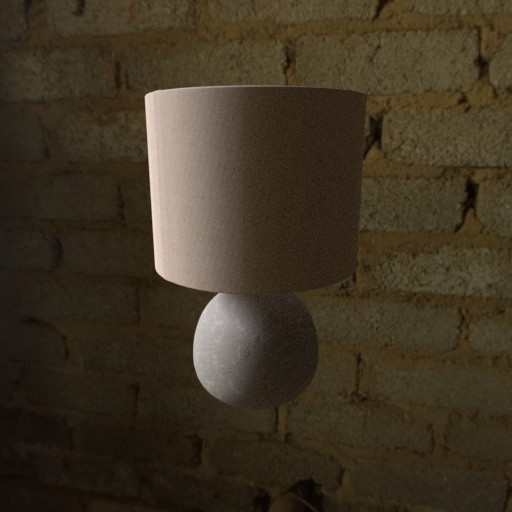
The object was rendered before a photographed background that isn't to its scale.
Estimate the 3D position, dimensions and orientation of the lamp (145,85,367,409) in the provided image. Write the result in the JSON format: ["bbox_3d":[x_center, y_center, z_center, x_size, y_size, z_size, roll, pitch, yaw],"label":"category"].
[{"bbox_3d":[0.000,0.000,0.604,0.269,0.409,0.269,-7,17,-26],"label":"lamp"}]
